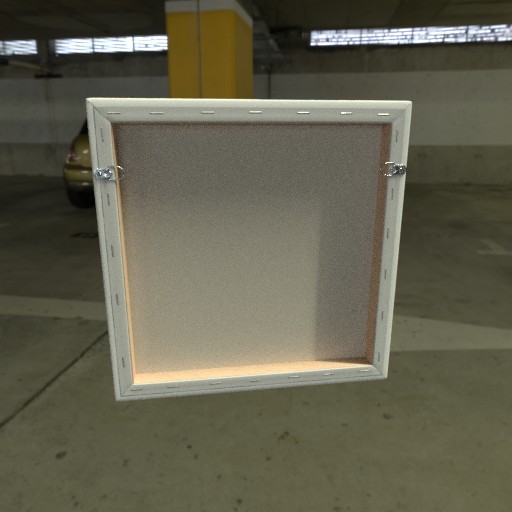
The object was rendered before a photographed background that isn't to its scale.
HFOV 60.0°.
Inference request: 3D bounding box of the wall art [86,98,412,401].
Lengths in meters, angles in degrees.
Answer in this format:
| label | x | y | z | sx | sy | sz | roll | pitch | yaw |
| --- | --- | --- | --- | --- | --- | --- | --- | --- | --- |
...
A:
| label | x | y | z | sx | sy | sz | roll | pitch | yaw |
| --- | --- | --- | --- | --- | --- | --- | --- | --- | --- |
| wall art | 0.000 | 0.000 | 0.763 | 0.507 | 0.508 | 0.038 | -2 | 16 | -8 |
